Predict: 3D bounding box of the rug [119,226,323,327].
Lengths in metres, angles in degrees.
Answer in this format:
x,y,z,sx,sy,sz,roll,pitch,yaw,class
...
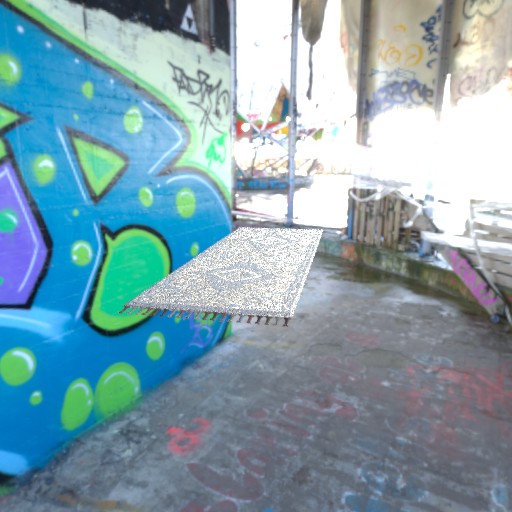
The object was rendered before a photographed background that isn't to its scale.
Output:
x,y,z,sx,sy,sz,roll,pitch,yaw,class
0.000,0.000,2.870,1.324,0.018,2.378,7,15,27,rug
